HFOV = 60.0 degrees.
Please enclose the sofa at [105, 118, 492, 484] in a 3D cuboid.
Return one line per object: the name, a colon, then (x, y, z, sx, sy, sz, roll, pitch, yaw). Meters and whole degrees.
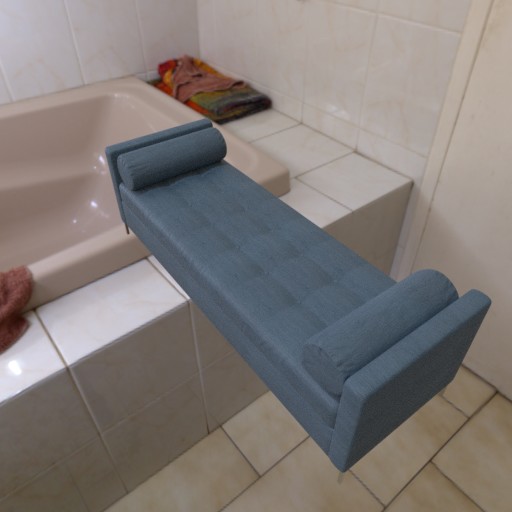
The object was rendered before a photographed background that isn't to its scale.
sofa: (0.000, 0.000, 2.246, 0.686, 0.635, 1.981, -26, 47, -27)
